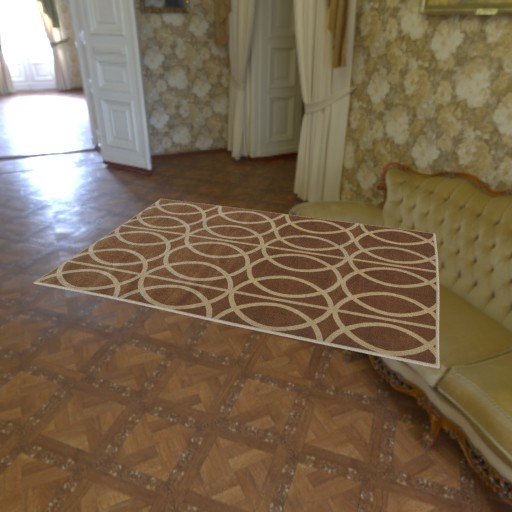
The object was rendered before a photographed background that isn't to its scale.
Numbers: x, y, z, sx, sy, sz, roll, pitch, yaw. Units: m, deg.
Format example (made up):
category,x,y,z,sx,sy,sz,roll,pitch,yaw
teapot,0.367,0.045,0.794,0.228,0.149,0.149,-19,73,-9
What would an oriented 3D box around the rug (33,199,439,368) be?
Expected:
category,x,y,z,sx,sy,sz,roll,pitch,yaw
rug,0.000,0.000,2.955,2.294,0.014,1.528,9,29,17
